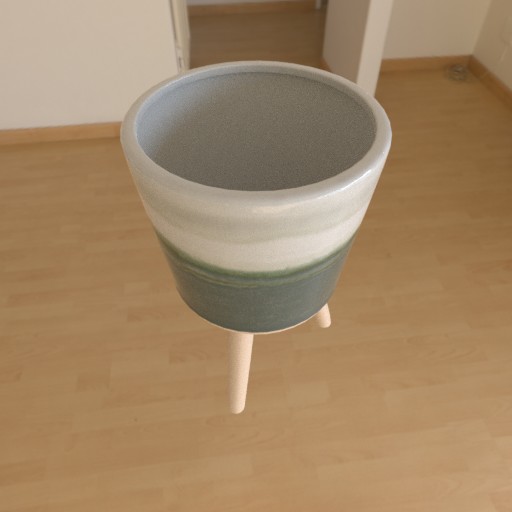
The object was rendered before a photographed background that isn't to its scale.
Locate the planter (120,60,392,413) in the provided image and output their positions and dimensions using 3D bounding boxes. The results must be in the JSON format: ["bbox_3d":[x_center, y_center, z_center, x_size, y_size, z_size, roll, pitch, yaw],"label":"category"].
[{"bbox_3d":[0.000,0.000,0.478,0.217,0.331,0.217,-25,52,-22],"label":"planter"}]
